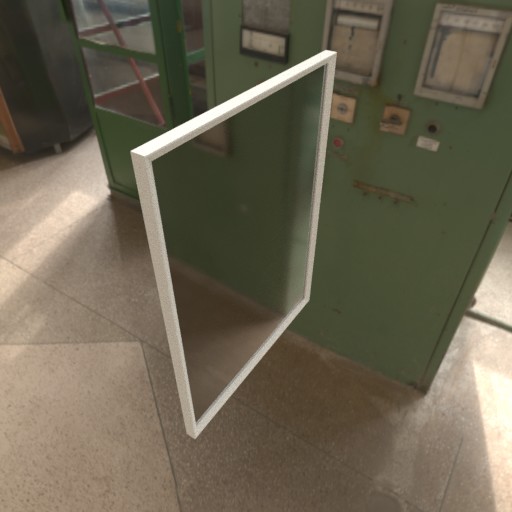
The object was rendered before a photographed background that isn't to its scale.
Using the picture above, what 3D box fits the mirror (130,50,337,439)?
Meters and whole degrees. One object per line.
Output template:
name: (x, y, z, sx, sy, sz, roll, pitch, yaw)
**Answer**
mirror: (0.000, 0.000, 1.365, 0.041, 1.016, 0.762, 24, 46, 26)
